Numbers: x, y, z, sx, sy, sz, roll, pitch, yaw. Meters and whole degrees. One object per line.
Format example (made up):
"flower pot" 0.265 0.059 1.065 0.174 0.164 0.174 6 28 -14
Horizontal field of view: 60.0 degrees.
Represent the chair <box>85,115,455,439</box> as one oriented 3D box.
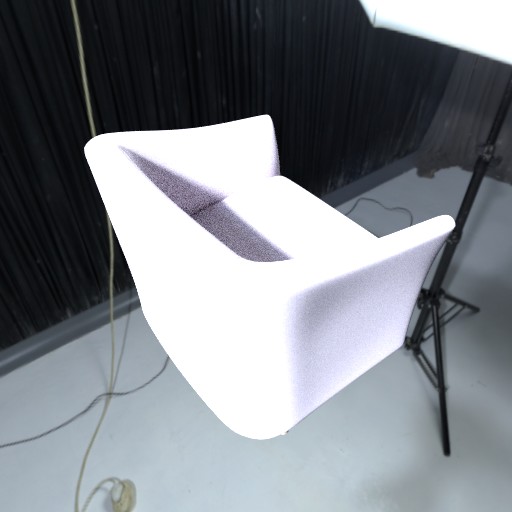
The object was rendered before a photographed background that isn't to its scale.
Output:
"chair" 0.000 0.000 1.339 0.700 0.720 0.790 -27 48 -27
